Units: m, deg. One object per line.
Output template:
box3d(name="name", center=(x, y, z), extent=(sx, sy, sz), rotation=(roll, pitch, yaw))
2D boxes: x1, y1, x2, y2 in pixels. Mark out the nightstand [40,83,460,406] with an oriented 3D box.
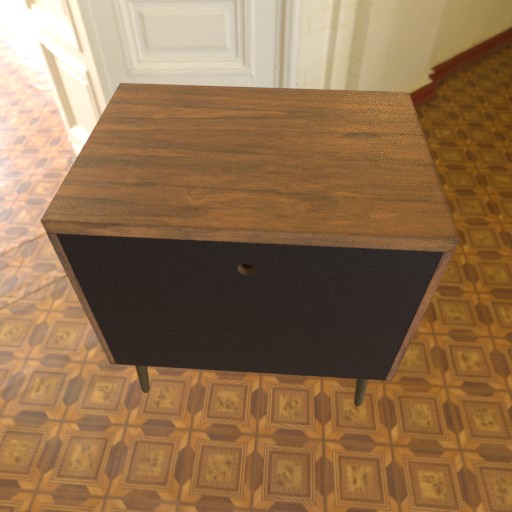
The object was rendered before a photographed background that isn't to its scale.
box3d(name="nightstand", center=(0.000, 0.000, 1.021), extent=(0.610, 0.610, 0.458), rotation=(3, 47, 3))
